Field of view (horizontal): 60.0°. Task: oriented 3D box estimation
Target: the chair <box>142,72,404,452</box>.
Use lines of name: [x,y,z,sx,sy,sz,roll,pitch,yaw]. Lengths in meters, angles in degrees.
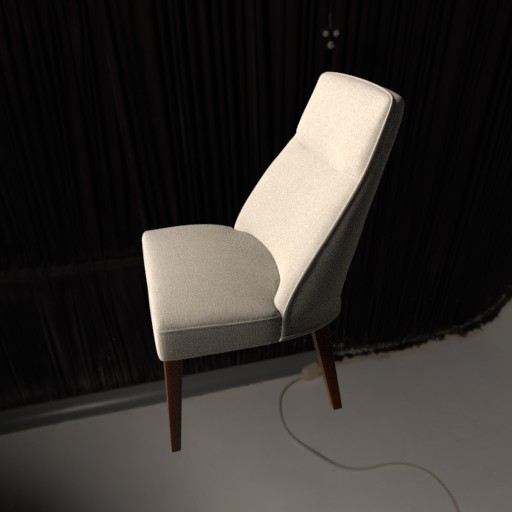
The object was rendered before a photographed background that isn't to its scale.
chair: [0.000,0.000,1.267,0.620,0.930,0.500,-8,31,-14]
